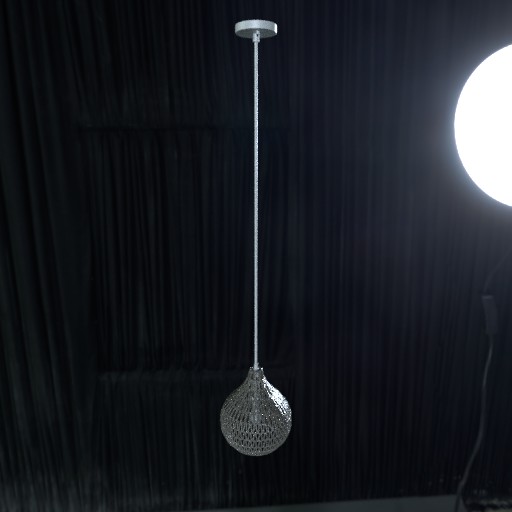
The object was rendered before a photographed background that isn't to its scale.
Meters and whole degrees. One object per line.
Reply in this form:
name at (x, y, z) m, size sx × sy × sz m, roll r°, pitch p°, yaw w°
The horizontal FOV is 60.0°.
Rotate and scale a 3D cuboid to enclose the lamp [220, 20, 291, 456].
lamp at (0.000, 0.000, 2.022) m, size 0.355 × 1.919 × 0.355 m, roll -2°, pitch 14°, yaw -8°
